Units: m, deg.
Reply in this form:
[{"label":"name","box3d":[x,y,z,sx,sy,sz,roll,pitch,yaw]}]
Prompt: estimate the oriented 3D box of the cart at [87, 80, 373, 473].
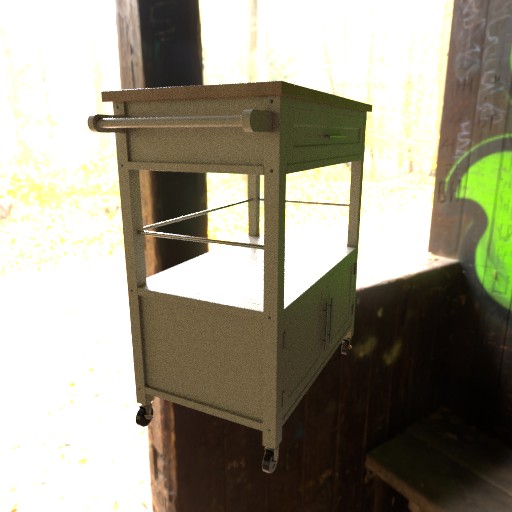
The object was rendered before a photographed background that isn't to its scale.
[{"label":"cart","box3d":[0.000,0.000,1.340,0.459,0.901,0.840,8,17,26]}]
